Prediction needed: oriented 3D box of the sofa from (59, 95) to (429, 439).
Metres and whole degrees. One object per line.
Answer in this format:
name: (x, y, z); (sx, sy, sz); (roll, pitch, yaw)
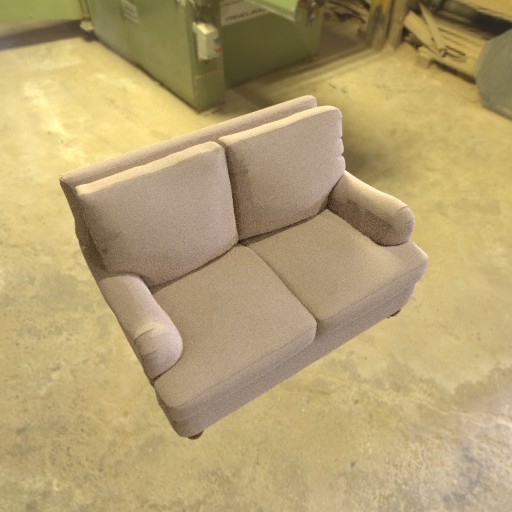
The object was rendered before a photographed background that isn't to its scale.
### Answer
sofa: (0.000, 0.000, 2.269); (1.508, 1.048, 1.087); (-25, 51, -22)
